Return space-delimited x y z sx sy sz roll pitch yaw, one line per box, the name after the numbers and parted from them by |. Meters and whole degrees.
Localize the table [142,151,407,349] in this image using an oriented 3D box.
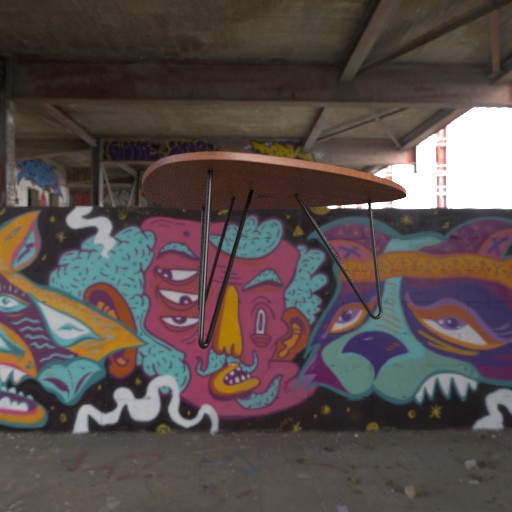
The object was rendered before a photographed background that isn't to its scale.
0.000 0.000 1.288 0.833 0.413 0.821 0 -1 19 | table
